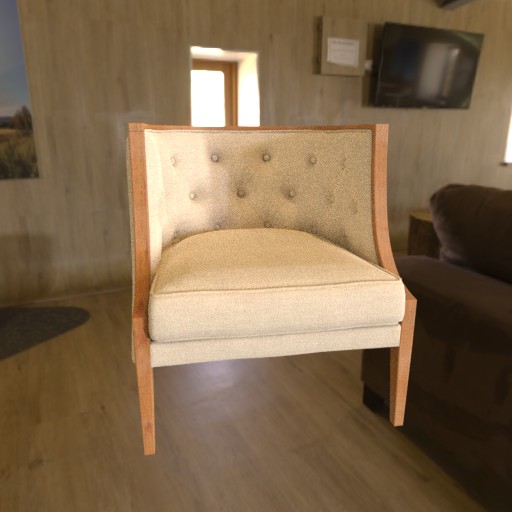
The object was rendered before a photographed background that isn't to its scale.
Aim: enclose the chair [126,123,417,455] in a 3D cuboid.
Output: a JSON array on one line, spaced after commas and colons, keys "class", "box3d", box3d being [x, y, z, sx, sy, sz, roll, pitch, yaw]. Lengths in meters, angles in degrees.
[{"class": "chair", "box3d": [0.000, 0.000, 1.361, 0.711, 0.775, 0.757, -3, 16, -9]}]
